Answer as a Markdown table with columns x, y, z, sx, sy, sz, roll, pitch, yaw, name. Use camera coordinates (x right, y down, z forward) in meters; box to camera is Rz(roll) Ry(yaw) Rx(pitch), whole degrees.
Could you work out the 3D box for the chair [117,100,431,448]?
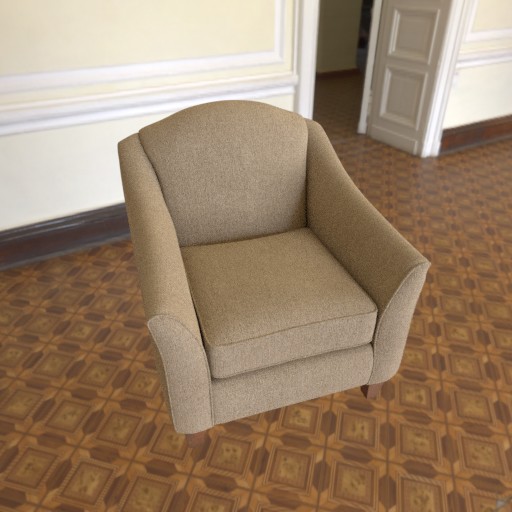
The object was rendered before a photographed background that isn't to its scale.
| x | y | z | sx | sy | sz | roll | pitch | yaw | name |
| --- | --- | --- | --- | --- | --- | --- | --- | --- | --- |
| 0.000 | 0.000 | 1.461 | 0.763 | 0.839 | 0.787 | -10 | 34 | -15 | chair |
